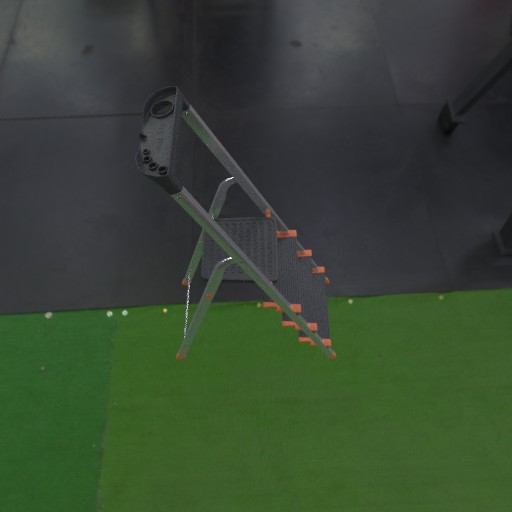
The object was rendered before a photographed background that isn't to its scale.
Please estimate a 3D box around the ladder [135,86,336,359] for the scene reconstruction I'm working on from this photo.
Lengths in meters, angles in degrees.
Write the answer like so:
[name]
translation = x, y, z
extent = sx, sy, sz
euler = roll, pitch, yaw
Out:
[ladder]
translation = 0.000, 0.000, 1.792
extent = 0.834, 1.429, 0.452
euler = 0, 62, 0
